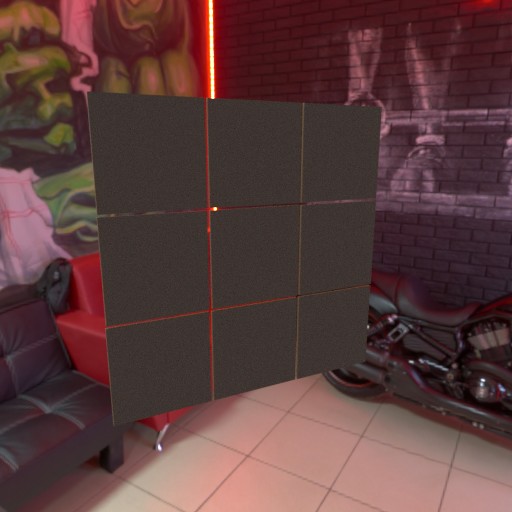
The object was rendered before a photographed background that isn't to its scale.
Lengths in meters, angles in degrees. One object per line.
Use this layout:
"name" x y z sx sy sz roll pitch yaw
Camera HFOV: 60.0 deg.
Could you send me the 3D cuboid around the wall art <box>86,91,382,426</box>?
"wall art" 0.000 0.000 2.286 1.527 1.521 0.017 -7 15 -25
